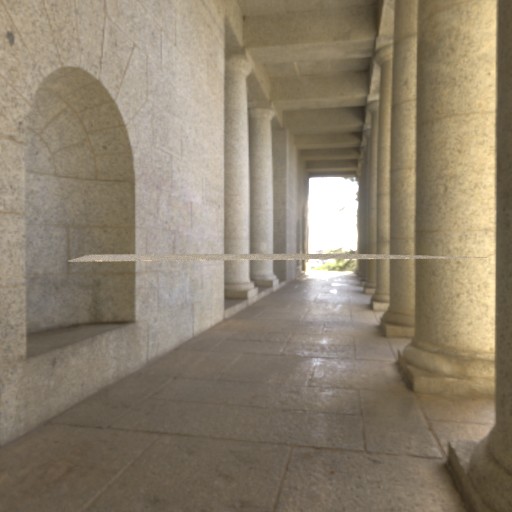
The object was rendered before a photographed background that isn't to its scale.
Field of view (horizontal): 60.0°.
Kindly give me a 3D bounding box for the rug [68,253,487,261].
[{"bbox_3d":[0.000,0.000,3.953,2.892,0.006,2.283,0,1,-18],"label":"rug"}]
